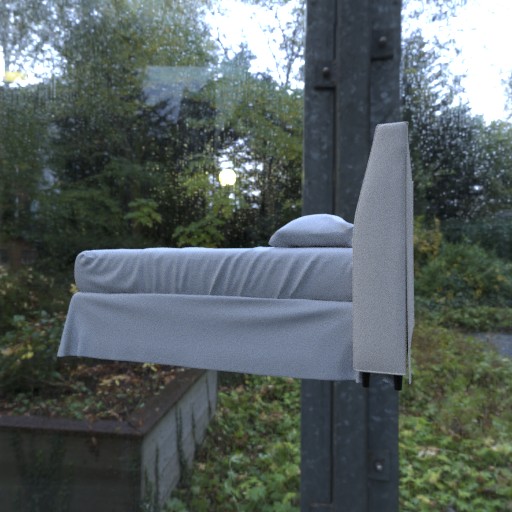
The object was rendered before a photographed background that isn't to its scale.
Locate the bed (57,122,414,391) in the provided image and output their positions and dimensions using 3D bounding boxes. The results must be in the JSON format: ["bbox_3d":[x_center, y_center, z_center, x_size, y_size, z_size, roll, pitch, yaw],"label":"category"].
[{"bbox_3d":[0.000,0.000,3.398,2.276,1.332,1.925,0,0,20],"label":"bed"}]
